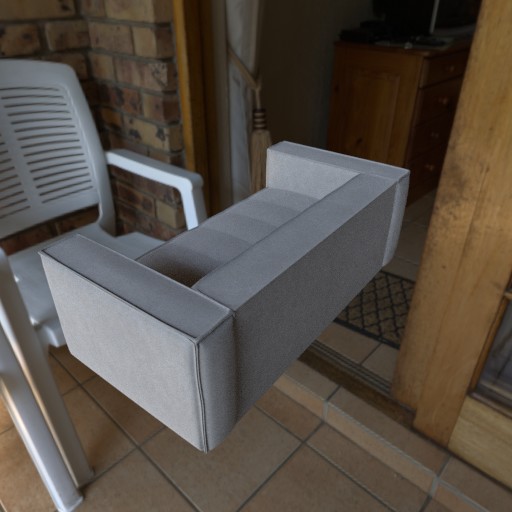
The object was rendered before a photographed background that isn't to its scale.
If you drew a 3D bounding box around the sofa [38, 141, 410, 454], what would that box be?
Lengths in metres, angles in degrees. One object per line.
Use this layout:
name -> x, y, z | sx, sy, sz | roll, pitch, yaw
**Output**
sofa -> 0.000, 0.000, 2.559 | 1.038, 0.680, 1.995 | 22, 38, 31
